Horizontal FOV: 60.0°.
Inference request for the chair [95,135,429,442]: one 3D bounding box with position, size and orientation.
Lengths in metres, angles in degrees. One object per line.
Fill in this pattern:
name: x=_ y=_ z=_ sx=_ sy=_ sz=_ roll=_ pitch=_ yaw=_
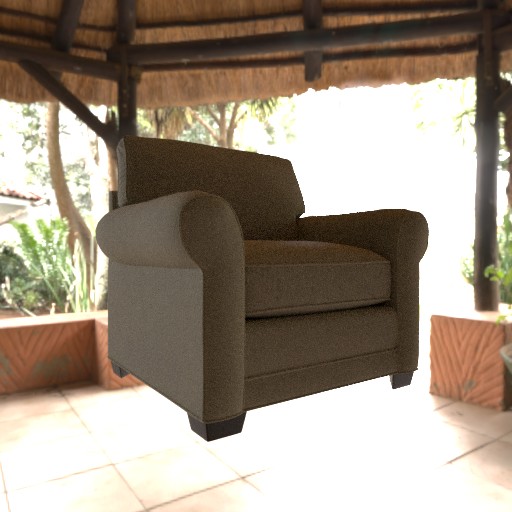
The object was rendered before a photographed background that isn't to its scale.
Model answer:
chair: x=0.000 y=0.000 z=1.868 sx=1.147 sy=1.044 sz=0.939 roll=-1 pitch=1 yaw=-35
